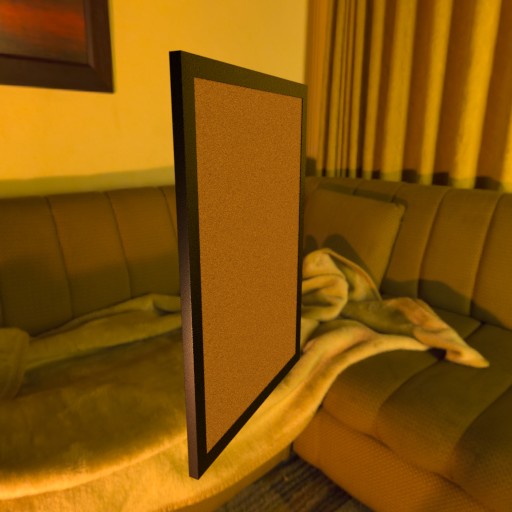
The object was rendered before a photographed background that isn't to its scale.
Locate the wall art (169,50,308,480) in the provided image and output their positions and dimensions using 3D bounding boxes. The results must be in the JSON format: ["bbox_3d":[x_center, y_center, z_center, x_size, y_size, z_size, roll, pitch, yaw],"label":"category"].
[{"bbox_3d":[0.000,0.000,0.560,0.013,0.432,0.304,8,17,26],"label":"wall art"}]
